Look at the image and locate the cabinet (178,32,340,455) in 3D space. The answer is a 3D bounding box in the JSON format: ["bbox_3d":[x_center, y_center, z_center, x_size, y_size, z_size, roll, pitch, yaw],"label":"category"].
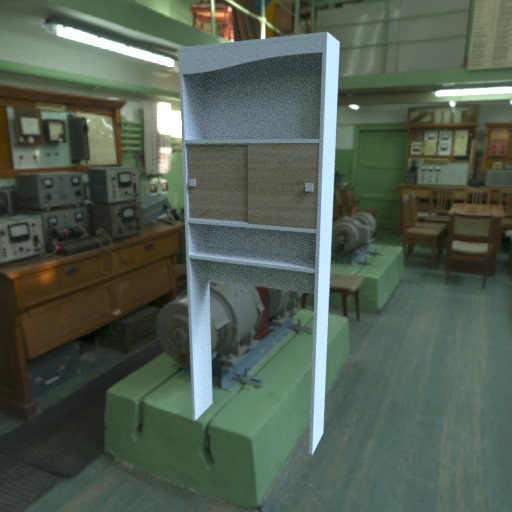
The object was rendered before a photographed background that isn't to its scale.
[{"bbox_3d":[0.000,0.000,2.015,0.643,1.770,0.192,6,15,24],"label":"cabinet"}]
